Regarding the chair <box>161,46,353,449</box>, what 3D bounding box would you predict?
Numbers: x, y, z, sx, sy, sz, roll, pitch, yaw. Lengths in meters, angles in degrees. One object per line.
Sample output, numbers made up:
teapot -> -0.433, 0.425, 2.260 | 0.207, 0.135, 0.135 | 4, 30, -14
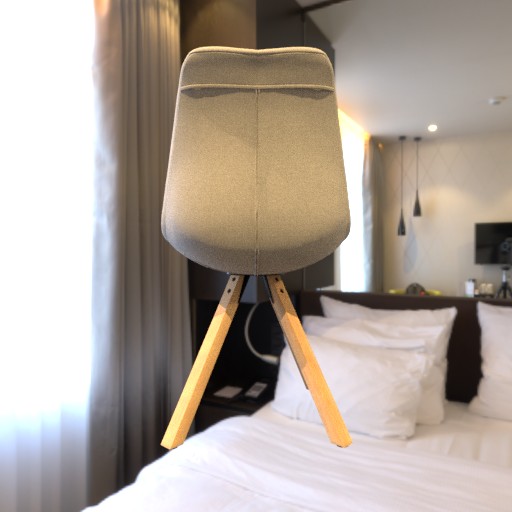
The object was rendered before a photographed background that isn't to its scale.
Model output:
chair -> 0.000, 0.000, 1.170 | 0.474, 0.863, 0.549 | 0, 1, -1
